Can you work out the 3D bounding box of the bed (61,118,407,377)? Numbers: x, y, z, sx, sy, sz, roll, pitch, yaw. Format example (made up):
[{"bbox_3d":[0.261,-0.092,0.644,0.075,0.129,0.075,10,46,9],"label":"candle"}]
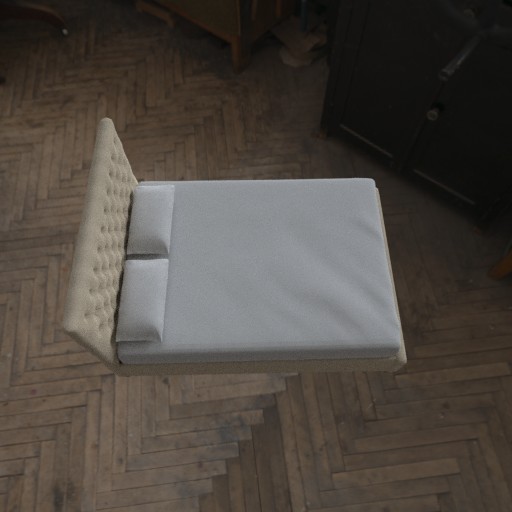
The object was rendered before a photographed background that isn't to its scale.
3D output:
[{"bbox_3d":[0.000,0.000,3.630,2.387,1.427,1.698,-1,64,0],"label":"bed"}]
